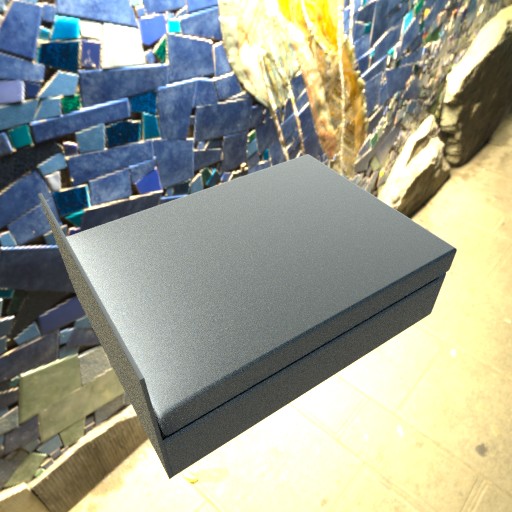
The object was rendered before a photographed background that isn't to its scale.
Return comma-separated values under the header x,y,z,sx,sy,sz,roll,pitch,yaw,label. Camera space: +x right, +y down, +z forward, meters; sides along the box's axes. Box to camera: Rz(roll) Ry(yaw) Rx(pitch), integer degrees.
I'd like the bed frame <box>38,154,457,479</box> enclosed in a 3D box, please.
x,y,z,sx,sy,sz,roll,pitch,yaw,label
0.000,0.000,2.618,1.900,0.800,1.400,-24,46,-25,bed frame
